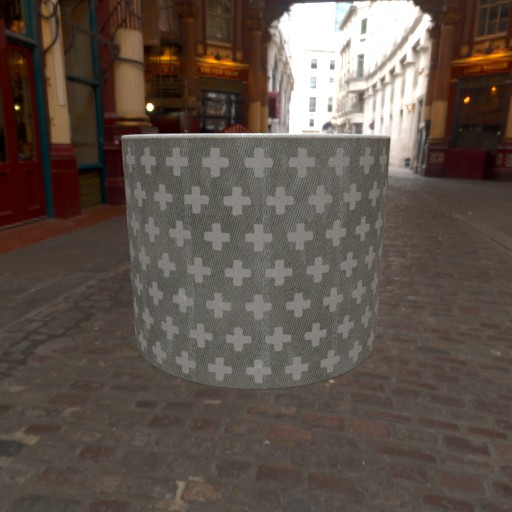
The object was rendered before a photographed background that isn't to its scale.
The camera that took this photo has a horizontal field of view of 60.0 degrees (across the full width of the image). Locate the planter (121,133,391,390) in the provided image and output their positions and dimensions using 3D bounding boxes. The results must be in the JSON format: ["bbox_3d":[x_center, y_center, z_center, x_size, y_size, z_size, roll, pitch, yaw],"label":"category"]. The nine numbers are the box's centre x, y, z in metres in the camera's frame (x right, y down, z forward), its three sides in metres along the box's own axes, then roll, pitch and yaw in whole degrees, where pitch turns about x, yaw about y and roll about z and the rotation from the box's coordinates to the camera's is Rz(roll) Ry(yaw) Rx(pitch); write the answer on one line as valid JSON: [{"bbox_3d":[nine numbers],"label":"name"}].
[{"bbox_3d":[0.000,0.000,0.458,0.250,0.239,0.250,0,14,0],"label":"planter"}]
